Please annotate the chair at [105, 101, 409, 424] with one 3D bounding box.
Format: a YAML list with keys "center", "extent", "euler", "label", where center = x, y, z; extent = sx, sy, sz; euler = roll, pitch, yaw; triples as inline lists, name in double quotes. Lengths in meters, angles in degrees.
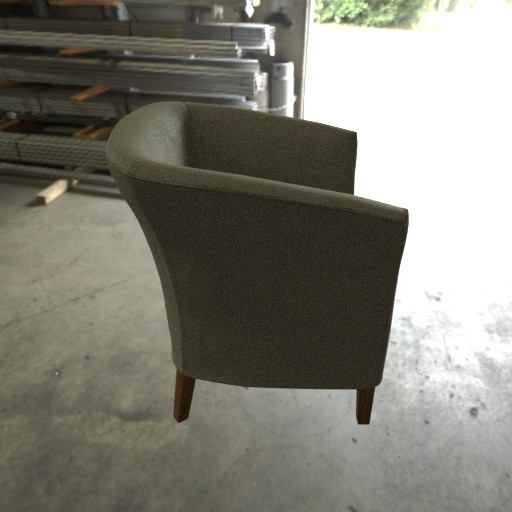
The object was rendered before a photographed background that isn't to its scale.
- center: [0.000, 0.000, 1.269]
  extent: [0.668, 0.771, 0.600]
  euler: [0, 32, 0]
  label: "chair"
